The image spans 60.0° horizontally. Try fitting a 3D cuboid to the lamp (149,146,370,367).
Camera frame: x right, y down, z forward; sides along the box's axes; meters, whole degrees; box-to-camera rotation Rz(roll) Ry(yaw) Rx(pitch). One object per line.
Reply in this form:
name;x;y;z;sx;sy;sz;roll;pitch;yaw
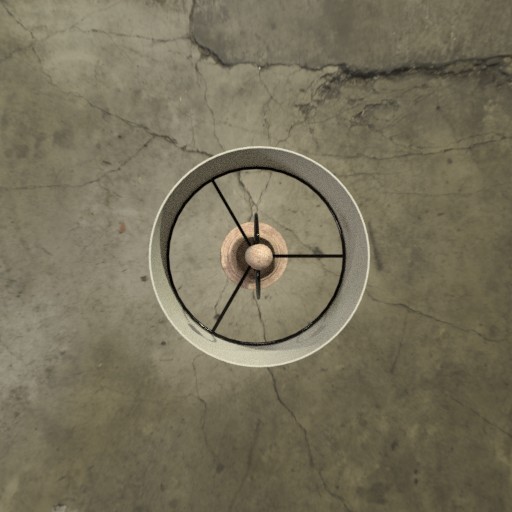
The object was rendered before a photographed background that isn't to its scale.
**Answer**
lamp;0.000;0.000;0.670;0.273;0.497;0.273;0;90;-1
